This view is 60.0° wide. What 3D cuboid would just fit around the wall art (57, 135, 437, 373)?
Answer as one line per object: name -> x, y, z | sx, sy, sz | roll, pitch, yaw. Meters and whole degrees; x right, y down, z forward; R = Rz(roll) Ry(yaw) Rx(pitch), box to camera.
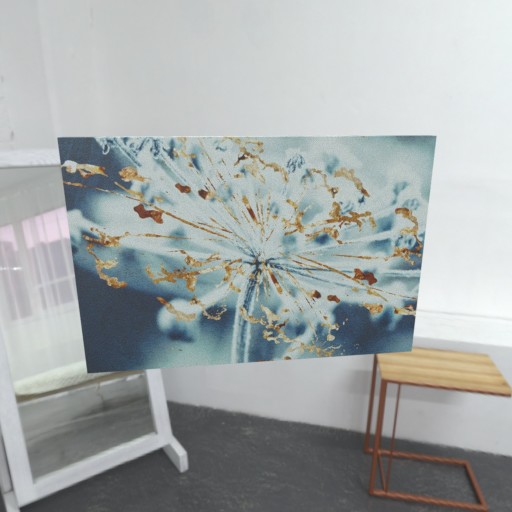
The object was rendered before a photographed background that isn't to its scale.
wall art -> 0.000, 0.000, 1.167 | 0.912, 0.608, 0.038 | -2, 17, -7
